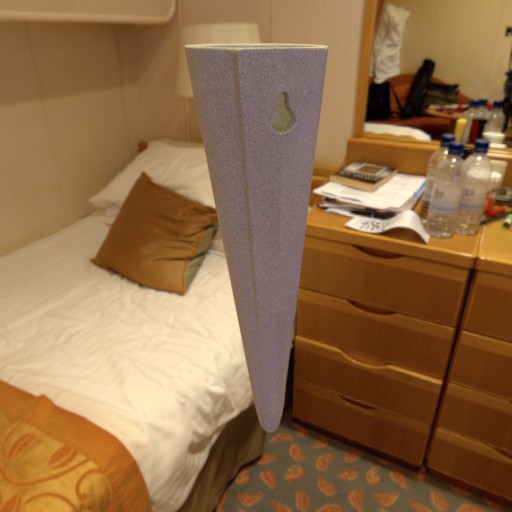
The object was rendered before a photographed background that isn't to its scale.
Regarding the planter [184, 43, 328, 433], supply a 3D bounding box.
[{"bbox_3d":[0.000,0.000,0.223,0.057,0.191,0.064,-9,28,-16],"label":"planter"}]
